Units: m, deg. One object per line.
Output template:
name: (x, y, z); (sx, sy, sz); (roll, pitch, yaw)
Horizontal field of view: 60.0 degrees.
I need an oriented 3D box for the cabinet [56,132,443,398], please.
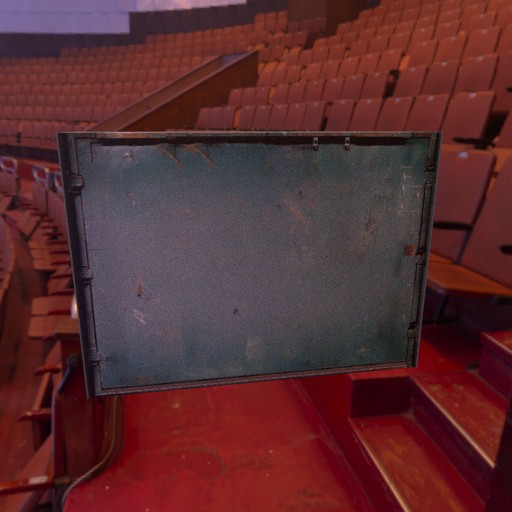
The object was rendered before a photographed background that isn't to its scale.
cabinet: (0.000, 0.000, 4.009); (3.001, 2.160, 0.680); (-3, 16, -10)
